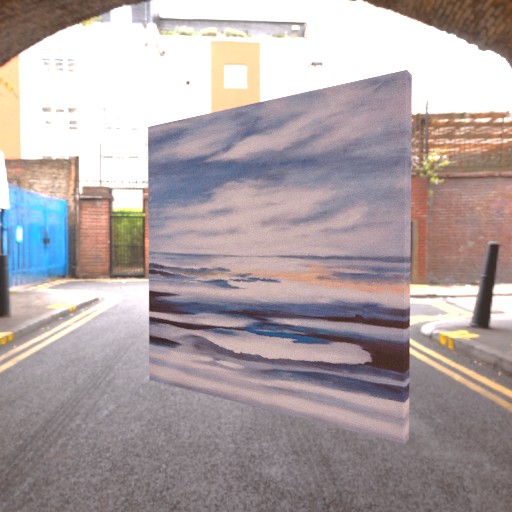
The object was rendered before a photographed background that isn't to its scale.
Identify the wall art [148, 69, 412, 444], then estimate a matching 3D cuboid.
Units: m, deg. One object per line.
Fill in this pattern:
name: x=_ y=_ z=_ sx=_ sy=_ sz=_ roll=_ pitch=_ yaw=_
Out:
wall art: x=0.000 y=0.000 z=1.105 sx=0.747 sy=0.747 sz=0.035 roll=1 pitch=2 yaw=35
